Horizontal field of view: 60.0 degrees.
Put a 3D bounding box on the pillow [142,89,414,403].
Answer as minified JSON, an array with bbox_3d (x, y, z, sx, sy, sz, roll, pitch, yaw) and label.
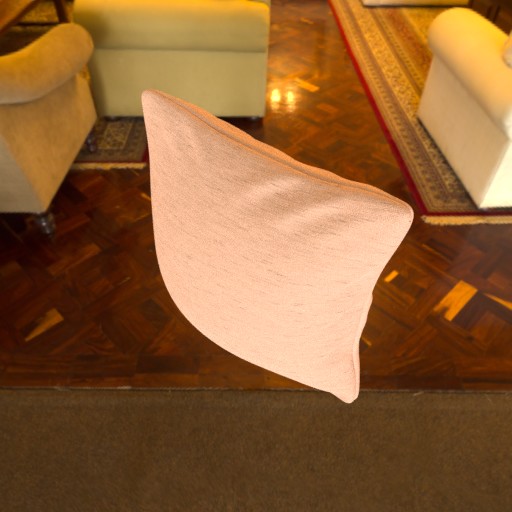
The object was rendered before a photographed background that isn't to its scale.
[{"bbox_3d":[0.000,0.000,0.690,0.432,0.415,0.246,32,53,27],"label":"pillow"}]
